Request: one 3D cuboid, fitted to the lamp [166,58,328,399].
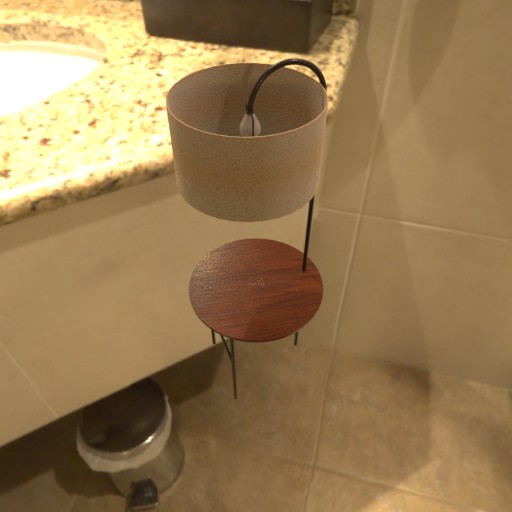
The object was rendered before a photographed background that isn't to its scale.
[{"bbox_3d":[0.000,0.000,1.774,0.573,1.517,0.573,0,45,0],"label":"lamp"}]
